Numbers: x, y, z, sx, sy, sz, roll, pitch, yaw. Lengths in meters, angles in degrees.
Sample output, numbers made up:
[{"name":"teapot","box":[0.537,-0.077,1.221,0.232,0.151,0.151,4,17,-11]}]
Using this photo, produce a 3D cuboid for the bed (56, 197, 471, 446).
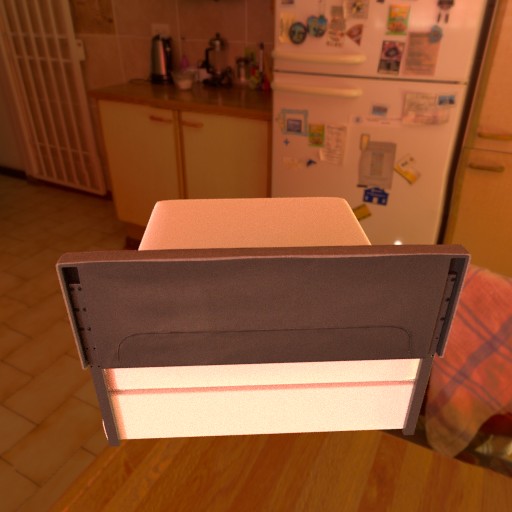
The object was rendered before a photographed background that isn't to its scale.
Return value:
[{"name":"bed","box":[0.000,0.000,2.741,1.610,1.089,1.894,-1,30,-2]}]
